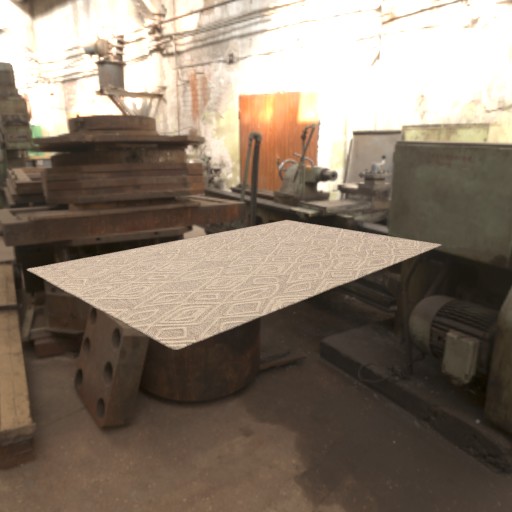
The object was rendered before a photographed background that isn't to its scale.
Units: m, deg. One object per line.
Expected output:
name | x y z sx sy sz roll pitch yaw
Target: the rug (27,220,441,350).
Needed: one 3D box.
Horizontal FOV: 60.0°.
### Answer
rug | 0.000 0.000 3.018 1.546 0.010 2.442 14 20 43
